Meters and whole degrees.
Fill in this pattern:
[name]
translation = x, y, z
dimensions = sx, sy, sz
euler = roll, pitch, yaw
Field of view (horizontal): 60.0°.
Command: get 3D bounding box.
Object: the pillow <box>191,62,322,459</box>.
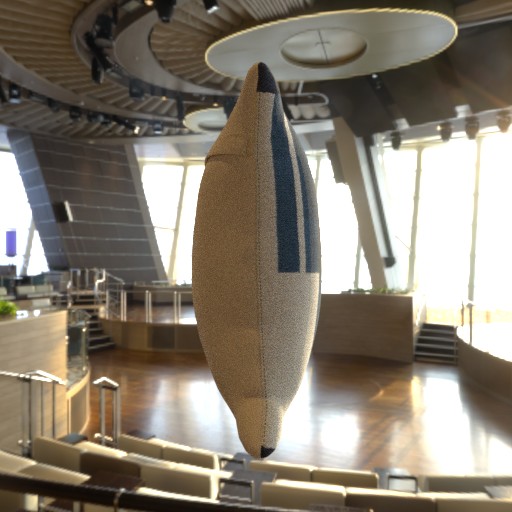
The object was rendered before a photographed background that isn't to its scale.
[pillow]
translation = 0.000, 0.000, 0.806
dimensions = 0.229, 0.506, 0.536
euler = 0, 0, -1
